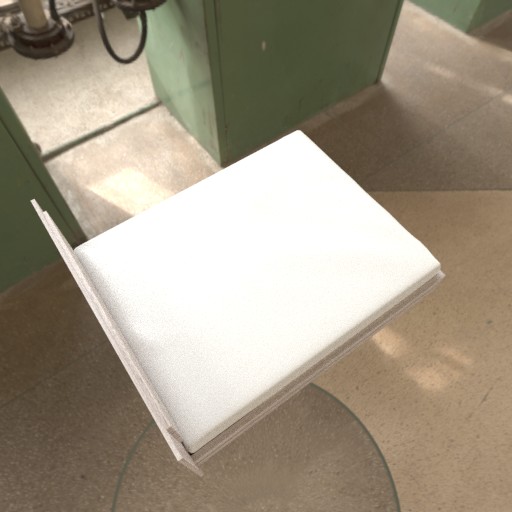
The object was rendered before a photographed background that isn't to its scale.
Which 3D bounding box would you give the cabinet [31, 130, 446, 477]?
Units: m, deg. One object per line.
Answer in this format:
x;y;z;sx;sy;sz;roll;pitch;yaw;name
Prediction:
0.000;0.000;3.011;2.080;0.970;1.750;-32;65;-17;cabinet
